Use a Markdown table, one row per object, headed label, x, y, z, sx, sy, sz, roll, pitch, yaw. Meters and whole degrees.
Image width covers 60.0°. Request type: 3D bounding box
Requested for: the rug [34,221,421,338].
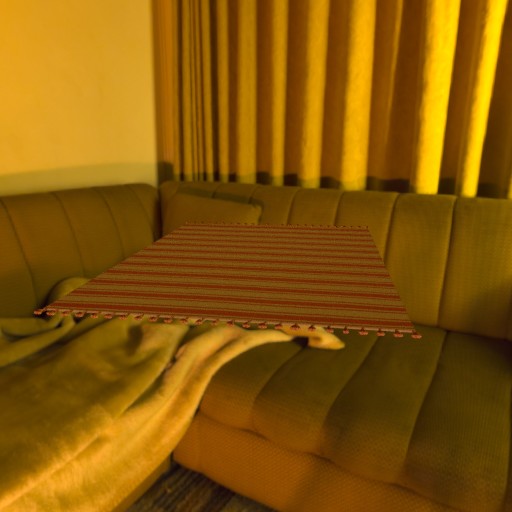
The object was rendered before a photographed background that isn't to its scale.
| label | x | y | z | sx | sy | sz | roll | pitch | yaw |
| --- | --- | --- | --- | --- | --- | --- | --- | --- | --- |
| rug | 0.000 | 0.000 | 4.342 | 2.451 | 0.035 | 3.369 | 2 | 15 | 8 |
